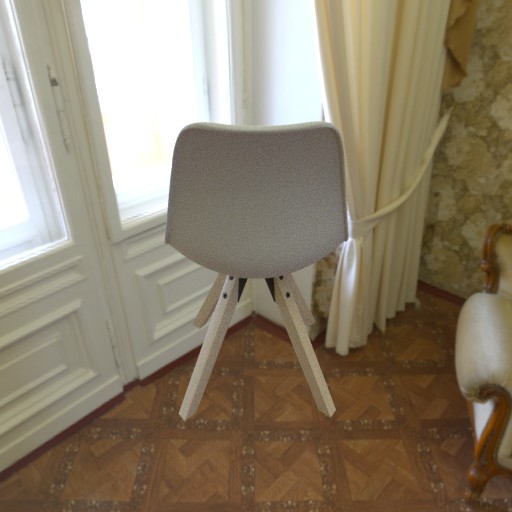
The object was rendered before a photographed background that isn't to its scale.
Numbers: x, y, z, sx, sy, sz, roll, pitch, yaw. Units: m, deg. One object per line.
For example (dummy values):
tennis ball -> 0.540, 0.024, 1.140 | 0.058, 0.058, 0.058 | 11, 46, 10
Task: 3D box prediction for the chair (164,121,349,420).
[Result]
chair -> 0.000, 0.000, 1.223 | 0.485, 0.850, 0.550 | -1, 30, -1
